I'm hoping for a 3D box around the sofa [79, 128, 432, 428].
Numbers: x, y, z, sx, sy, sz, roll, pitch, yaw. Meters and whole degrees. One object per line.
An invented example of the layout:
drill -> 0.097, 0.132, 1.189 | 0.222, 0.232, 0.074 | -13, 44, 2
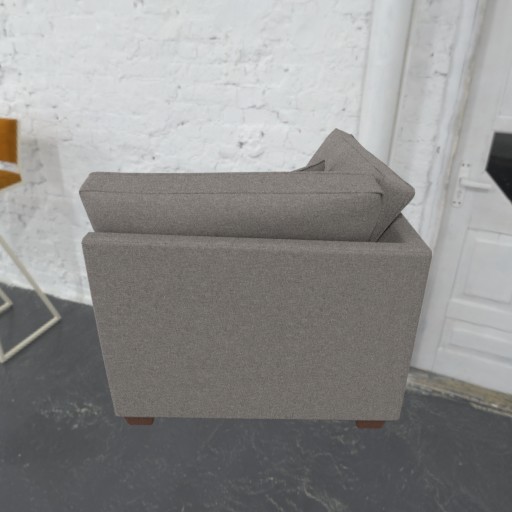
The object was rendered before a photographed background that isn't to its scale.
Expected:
sofa -> 0.000, 0.000, 1.875 | 1.042, 0.951, 1.050 | 0, 27, 1
